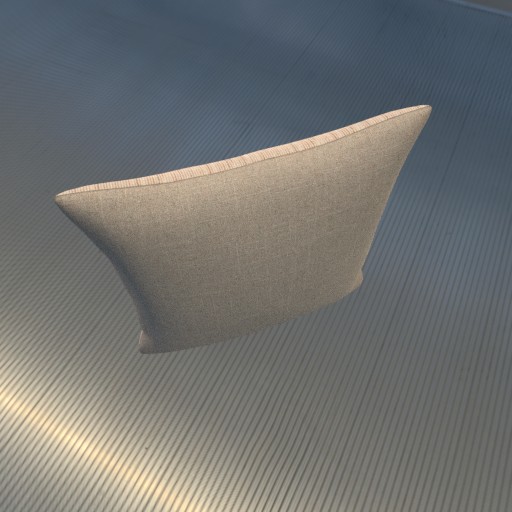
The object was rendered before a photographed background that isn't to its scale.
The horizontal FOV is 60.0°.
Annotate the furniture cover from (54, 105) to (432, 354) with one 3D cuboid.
[{"bbox_3d":[0.000,0.000,0.770,0.512,0.506,0.178,-16,58,-10],"label":"furniture cover"}]
